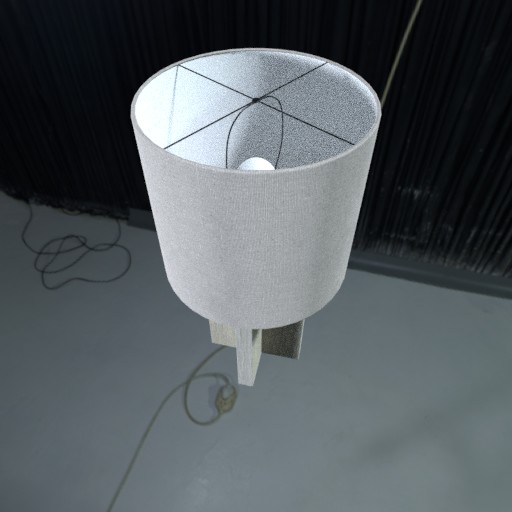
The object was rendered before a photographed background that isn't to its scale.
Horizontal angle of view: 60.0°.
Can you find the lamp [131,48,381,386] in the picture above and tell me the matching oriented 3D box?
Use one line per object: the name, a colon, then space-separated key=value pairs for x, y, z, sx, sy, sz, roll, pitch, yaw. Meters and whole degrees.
lamp: x=0.000 y=0.000 z=0.566 sx=0.229 sy=0.428 sz=0.229 roll=9 pitch=48 yaw=9
